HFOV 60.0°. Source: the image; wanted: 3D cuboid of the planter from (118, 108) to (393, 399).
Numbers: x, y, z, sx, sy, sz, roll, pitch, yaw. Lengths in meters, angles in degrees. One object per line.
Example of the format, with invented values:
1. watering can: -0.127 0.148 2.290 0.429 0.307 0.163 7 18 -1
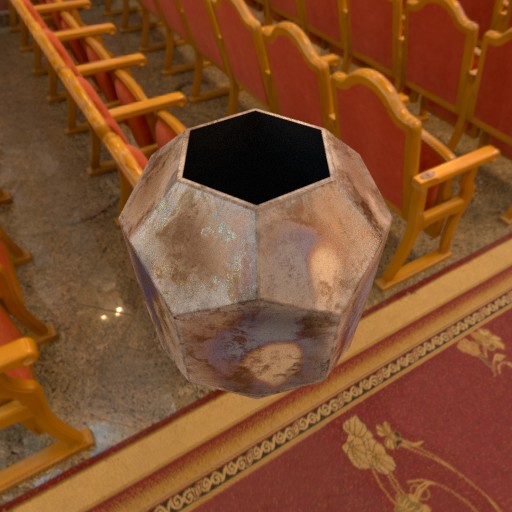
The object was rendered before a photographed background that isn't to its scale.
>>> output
1. planter: 0.000 0.000 0.430 0.221 0.238 0.243 -24 52 -20
